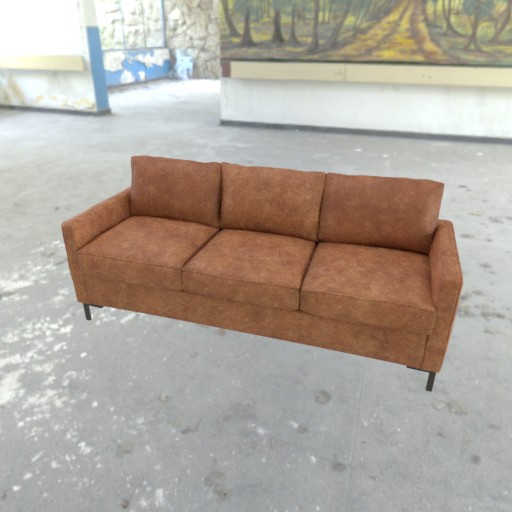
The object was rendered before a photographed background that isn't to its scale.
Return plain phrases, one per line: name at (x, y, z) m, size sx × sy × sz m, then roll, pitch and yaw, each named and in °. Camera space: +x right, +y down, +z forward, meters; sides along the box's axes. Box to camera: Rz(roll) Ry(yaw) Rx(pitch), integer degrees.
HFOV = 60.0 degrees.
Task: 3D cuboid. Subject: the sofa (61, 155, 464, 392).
sofa at (0.000, 0.000, 2.446) m, size 2.029 × 0.863 × 0.748 m, roll 8°, pitch 28°, yaw 16°
